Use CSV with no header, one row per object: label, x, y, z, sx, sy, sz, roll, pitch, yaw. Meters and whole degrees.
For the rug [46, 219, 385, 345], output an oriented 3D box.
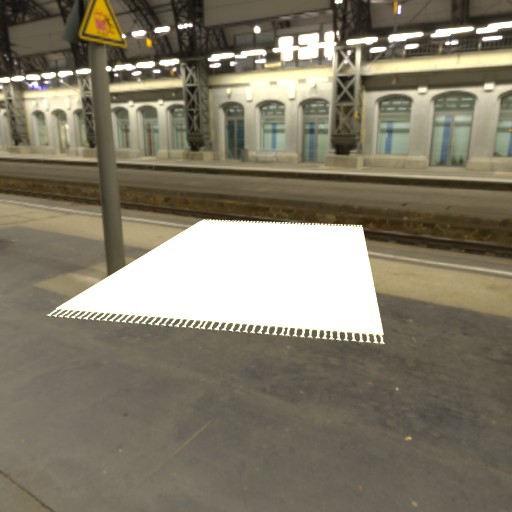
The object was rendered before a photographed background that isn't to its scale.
rug,0.000,0.000,3.068,1.524,0.010,2.438,3,16,10
